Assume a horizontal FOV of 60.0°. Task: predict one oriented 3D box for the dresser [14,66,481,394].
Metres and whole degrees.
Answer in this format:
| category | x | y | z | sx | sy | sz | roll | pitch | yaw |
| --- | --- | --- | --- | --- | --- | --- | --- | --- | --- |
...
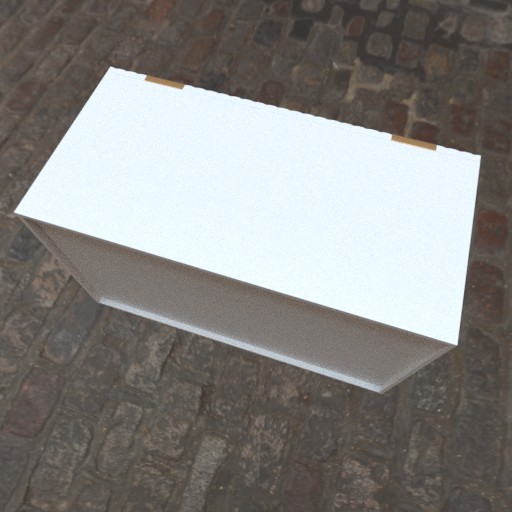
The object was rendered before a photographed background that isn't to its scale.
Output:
| category | x | y | z | sx | sy | sz | roll | pitch | yaw |
| --- | --- | --- | --- | --- | --- | --- | --- | --- | --- |
| dresser | 0.000 | 0.000 | 1.274 | 0.905 | 0.721 | 0.457 | 16 | 65 | 8 |
